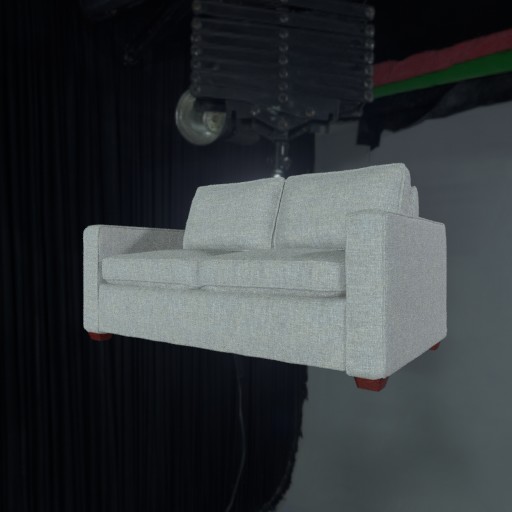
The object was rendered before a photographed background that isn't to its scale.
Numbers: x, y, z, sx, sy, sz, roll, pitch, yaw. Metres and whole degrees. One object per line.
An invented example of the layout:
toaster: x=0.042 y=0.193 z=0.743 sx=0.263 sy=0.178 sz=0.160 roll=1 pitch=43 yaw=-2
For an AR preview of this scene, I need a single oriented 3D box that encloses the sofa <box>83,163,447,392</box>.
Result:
sofa: x=0.000 y=0.000 z=2.309 sx=1.706 sy=0.915 sz=0.945 roll=0 pitch=0 yaw=35
